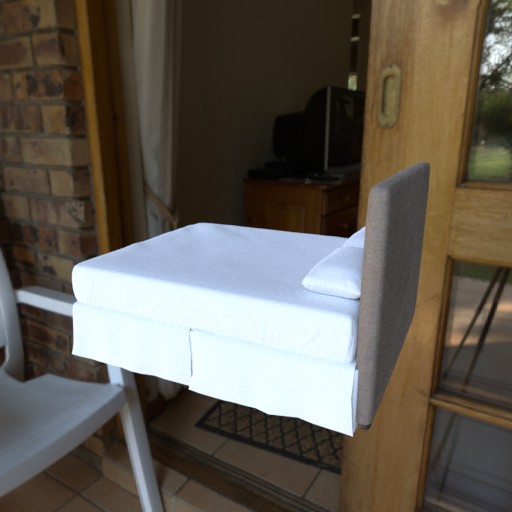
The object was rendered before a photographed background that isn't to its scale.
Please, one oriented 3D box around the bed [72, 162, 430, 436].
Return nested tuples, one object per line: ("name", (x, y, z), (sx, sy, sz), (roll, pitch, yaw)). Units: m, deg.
("bed", (0.000, 0.000, 3.258), (2.142, 1.330, 1.723), (8, 18, 25))
